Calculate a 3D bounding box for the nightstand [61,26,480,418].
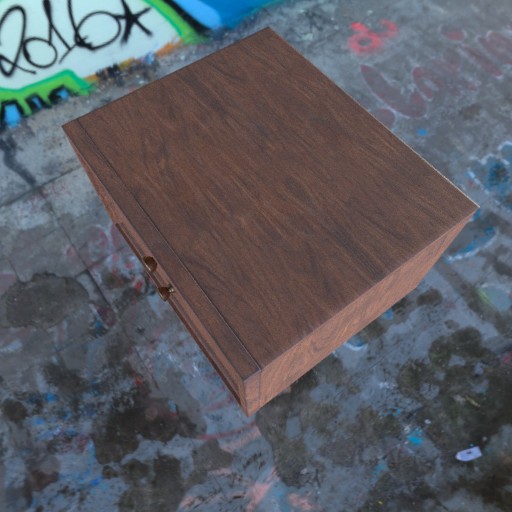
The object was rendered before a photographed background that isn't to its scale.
[{"bbox_3d":[0.000,0.000,0.963,0.445,0.607,0.521,-33,67,-16],"label":"nightstand"}]
